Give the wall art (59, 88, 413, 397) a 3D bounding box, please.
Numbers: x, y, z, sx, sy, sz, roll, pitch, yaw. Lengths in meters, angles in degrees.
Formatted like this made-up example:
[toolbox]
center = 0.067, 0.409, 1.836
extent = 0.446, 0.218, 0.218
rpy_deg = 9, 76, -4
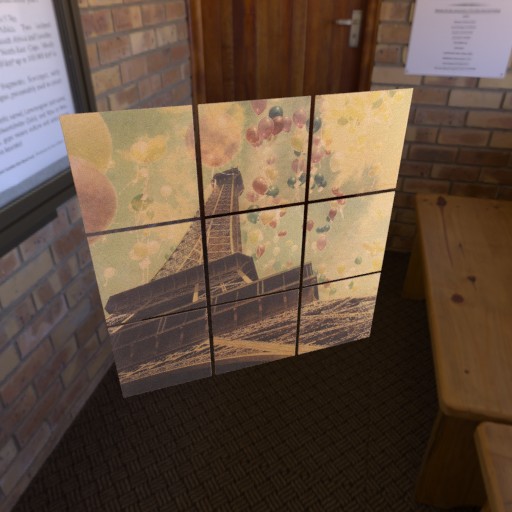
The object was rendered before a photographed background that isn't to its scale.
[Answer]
[wall art]
center = 0.000, 0.000, 2.216
extent = 1.517, 1.505, 0.002
rpy_deg = -10, 33, -16
